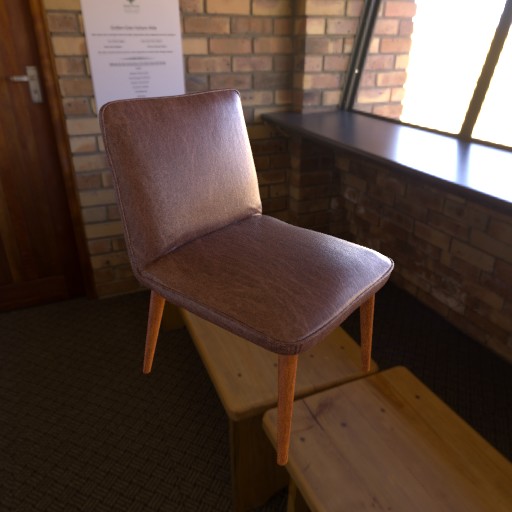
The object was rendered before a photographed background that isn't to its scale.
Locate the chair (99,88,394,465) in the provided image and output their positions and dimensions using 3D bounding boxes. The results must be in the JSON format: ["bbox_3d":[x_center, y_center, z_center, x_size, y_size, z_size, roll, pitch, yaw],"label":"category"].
[{"bbox_3d":[0.000,0.000,1.211,0.645,0.803,0.543,17,31,31],"label":"chair"}]
